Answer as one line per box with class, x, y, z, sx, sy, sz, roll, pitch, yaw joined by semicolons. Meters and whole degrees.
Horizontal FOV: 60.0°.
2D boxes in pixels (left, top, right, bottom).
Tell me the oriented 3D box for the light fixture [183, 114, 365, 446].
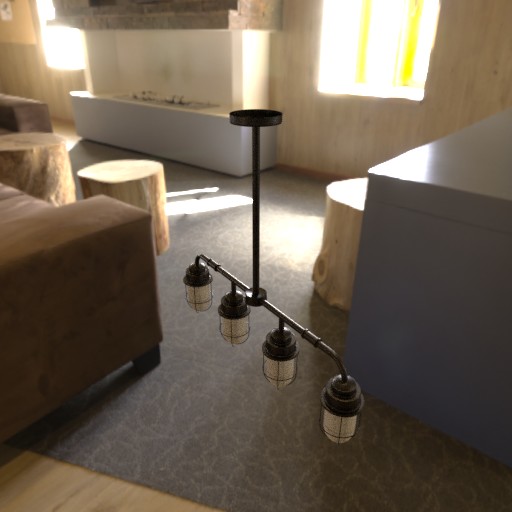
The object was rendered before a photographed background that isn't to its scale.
light fixture;0.000;0.000;1.265;0.131;0.785;0.852;-18;32;-31
